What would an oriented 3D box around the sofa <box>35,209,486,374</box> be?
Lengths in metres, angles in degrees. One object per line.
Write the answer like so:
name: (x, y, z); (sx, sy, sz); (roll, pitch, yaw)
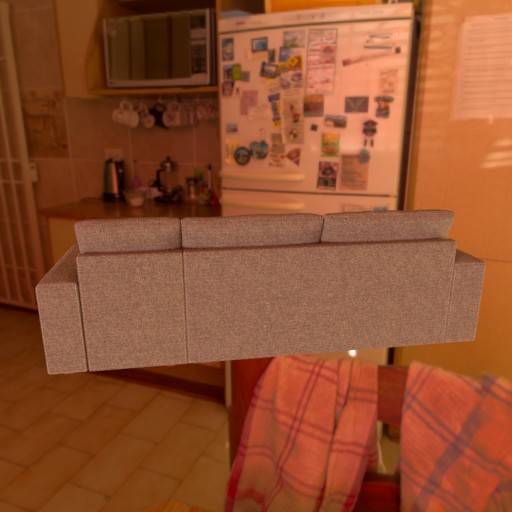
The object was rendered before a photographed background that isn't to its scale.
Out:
sofa: (0.000, 0.000, 3.457); (2.718, 0.940, 1.689); (-3, 16, -9)
